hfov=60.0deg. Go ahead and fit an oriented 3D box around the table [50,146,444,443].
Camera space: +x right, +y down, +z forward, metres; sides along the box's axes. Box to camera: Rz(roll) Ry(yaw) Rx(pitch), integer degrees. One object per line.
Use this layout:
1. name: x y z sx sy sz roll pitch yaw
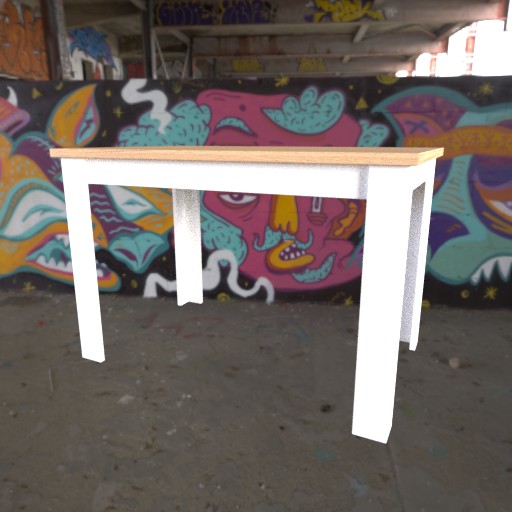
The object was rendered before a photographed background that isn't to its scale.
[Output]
1. table: 0.000 0.000 1.552 1.100 0.734 0.700 7 16 25
